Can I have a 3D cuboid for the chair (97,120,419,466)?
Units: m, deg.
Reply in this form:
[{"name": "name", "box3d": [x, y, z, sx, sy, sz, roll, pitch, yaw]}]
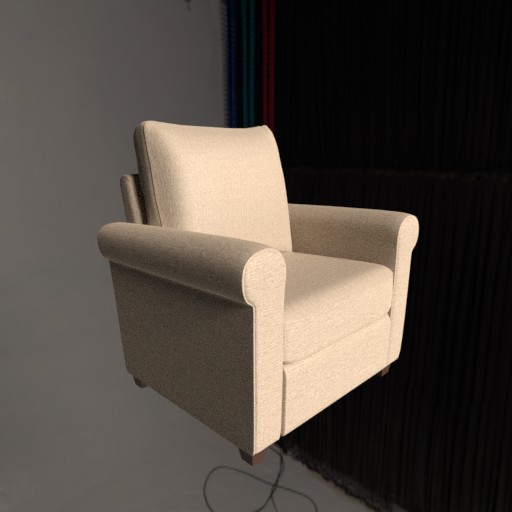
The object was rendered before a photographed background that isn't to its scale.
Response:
[{"name": "chair", "box3d": [0.000, 0.000, 2.306, 1.180, 1.349, 1.275, 13, 19, 43]}]
